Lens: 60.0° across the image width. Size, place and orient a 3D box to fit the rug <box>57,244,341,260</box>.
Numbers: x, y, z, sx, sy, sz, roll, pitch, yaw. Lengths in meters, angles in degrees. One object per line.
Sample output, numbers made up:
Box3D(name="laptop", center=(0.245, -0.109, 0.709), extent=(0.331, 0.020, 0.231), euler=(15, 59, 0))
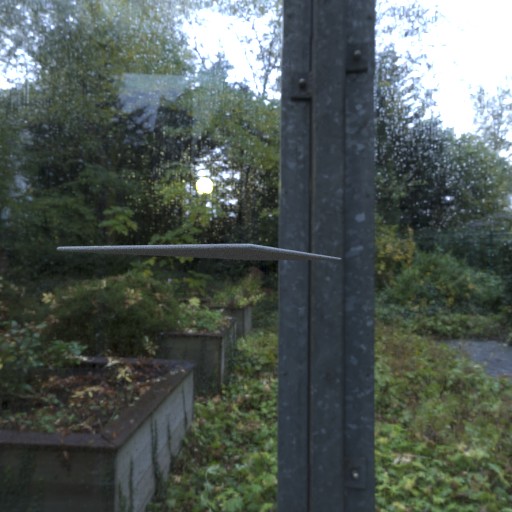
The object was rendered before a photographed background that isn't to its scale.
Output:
Box3D(name="rug", center=(0.000, 0.000, 2.449), extent=(0.678, 0.014, 2.276), euler=(0, -1, 17))
